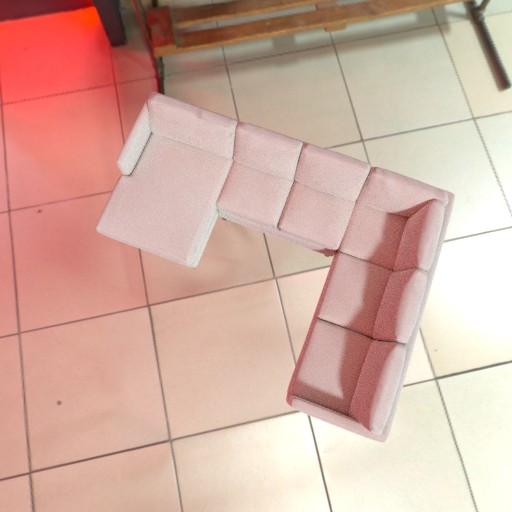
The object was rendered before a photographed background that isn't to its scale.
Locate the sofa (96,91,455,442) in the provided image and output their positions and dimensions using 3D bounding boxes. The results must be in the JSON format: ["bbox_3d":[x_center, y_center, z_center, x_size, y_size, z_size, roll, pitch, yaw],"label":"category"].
[{"bbox_3d":[0.000,0.000,4.630,3.459,0.956,2.593,20,76,5],"label":"sofa"}]
